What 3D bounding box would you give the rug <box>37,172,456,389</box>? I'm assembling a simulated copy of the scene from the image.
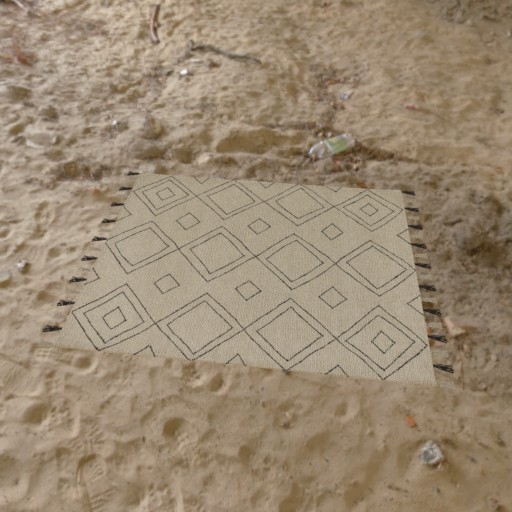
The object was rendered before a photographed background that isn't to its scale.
[{"bbox_3d":[0.000,0.000,4.155,3.221,0.026,2.342,5,46,5],"label":"rug"}]
